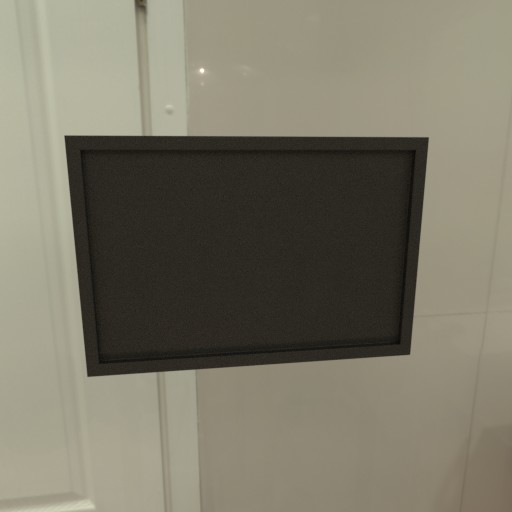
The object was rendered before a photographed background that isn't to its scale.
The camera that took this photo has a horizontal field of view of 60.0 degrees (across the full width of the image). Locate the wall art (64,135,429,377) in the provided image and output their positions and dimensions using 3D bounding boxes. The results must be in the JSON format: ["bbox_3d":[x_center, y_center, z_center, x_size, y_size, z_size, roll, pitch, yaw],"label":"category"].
[{"bbox_3d":[0.000,0.000,0.579,0.443,0.301,0.021,-2,13,-8],"label":"wall art"}]
